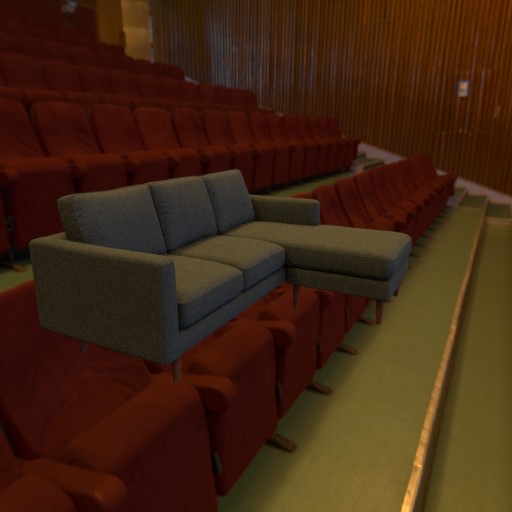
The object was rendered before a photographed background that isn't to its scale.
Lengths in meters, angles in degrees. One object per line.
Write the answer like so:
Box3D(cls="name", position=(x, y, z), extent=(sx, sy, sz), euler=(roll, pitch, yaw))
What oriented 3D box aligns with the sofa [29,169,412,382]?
Box3D(cls="sofa", position=(0.000, 0.000, 2.916), extent=(1.667, 0.957, 2.055), euler=(8, 18, 27))
